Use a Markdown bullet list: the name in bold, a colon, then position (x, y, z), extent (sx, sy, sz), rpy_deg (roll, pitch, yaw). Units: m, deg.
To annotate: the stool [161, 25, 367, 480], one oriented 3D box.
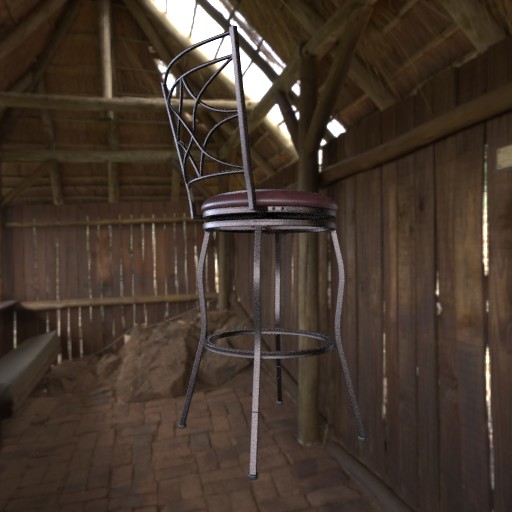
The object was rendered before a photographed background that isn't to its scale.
- **stool**: position (0.000, 0.000, 1.370), extent (0.534, 1.117, 0.434), rpy_deg (0, 0, -35)
